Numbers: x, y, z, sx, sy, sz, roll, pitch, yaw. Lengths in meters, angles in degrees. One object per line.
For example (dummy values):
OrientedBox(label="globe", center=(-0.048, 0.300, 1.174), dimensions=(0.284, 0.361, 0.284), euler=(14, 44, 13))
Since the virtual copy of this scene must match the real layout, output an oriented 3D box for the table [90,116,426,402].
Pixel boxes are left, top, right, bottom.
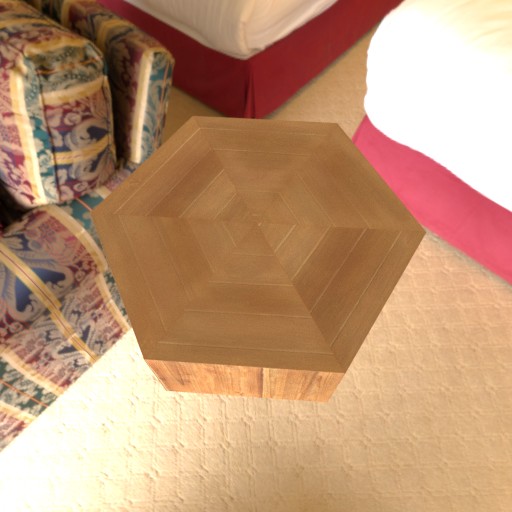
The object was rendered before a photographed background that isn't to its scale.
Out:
OrientedBox(label="table", center=(0.000, 0.000, 1.713), dimensions=(1.154, 0.456, 1.000), euler=(3, 60, 2))
